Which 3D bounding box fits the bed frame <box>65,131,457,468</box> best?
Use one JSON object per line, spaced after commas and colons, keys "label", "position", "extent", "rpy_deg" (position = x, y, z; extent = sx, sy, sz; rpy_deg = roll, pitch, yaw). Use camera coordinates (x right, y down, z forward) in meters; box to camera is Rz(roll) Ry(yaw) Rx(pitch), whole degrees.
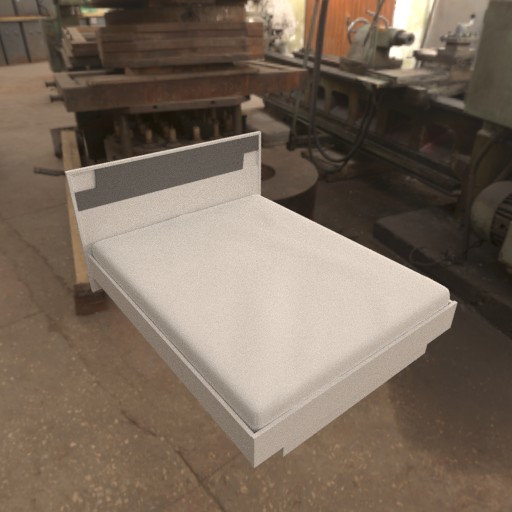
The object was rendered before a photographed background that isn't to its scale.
{"label": "bed frame", "position": [0.000, 0.000, 3.053], "extent": [1.711, 1.001, 2.100], "rpy_deg": [-22, 37, -32]}
